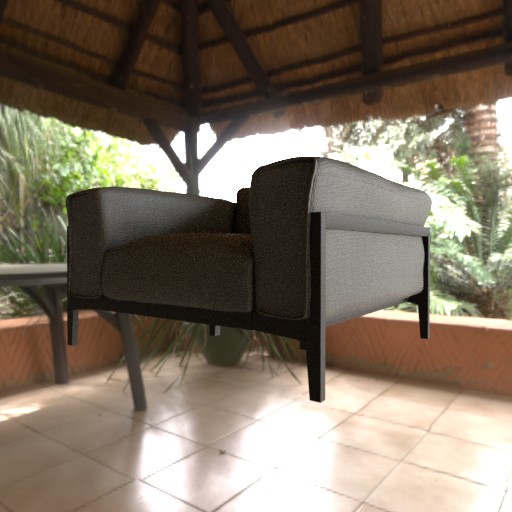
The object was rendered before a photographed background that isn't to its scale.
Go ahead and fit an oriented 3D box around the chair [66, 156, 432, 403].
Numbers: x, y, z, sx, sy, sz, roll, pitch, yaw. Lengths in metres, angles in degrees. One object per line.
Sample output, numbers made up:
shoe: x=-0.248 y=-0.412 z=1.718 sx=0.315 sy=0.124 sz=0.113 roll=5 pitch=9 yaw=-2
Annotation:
chair: x=0.000 y=0.000 z=1.674 sx=1.056 sy=0.646 sz=0.969 roll=1 pitch=1 yaw=36
